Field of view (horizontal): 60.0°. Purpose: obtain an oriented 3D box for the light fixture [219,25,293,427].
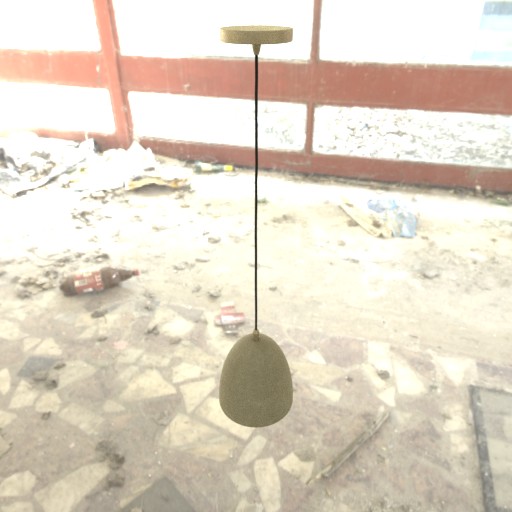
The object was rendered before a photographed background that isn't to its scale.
[{"bbox_3d":[0.000,0.000,0.828,0.170,0.759,0.170,21,37,31],"label":"light fixture"}]
